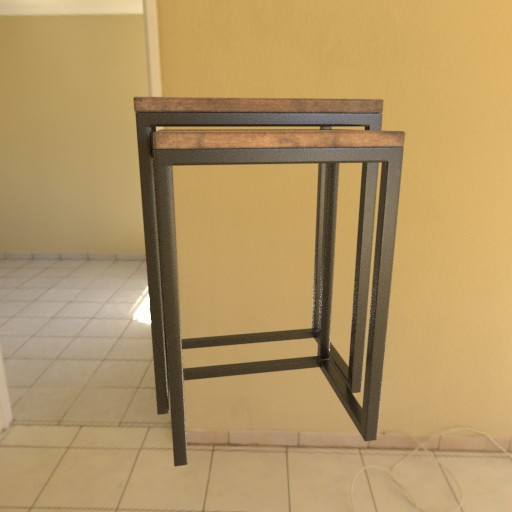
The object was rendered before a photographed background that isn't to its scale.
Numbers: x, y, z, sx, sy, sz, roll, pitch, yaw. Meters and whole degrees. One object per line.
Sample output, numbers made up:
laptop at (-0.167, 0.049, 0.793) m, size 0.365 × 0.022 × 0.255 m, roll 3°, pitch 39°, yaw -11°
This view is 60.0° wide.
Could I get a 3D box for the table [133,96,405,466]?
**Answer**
table at (0.000, 0.000, 0.926) m, size 0.456 × 0.615 × 0.460 m, roll -2°, pitch 17°, yaw -8°
